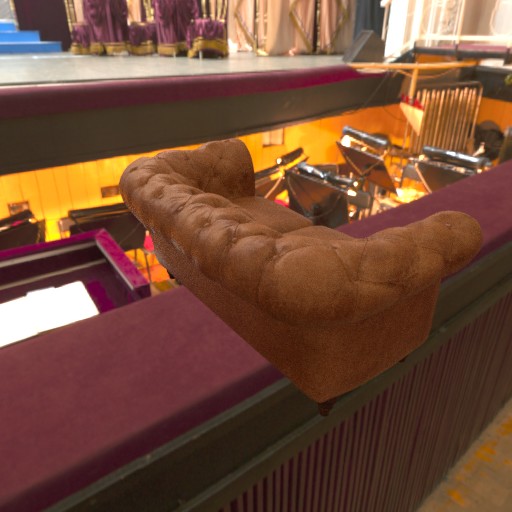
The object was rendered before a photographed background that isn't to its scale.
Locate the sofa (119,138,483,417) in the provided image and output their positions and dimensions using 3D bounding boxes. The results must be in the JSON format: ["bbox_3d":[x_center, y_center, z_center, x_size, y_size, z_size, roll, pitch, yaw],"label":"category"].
[{"bbox_3d":[0.000,0.000,2.482,1.042,0.877,1.979,-19,33,-32],"label":"sofa"}]
